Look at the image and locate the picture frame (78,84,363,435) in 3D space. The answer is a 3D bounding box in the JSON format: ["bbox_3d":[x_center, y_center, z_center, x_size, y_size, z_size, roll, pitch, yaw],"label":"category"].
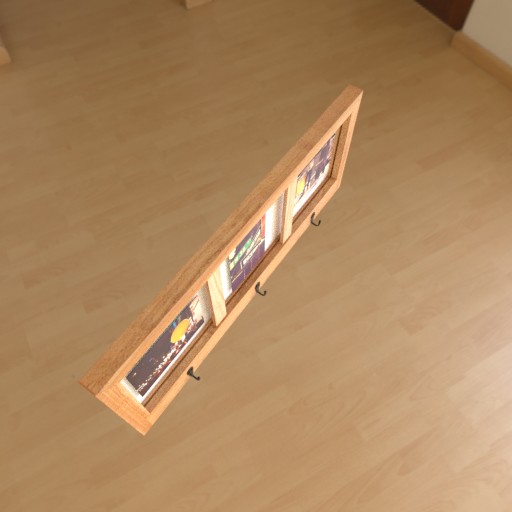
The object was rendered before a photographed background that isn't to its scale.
[{"bbox_3d":[0.000,0.000,0.679,0.045,0.234,0.582,31,64,17],"label":"picture frame"}]
